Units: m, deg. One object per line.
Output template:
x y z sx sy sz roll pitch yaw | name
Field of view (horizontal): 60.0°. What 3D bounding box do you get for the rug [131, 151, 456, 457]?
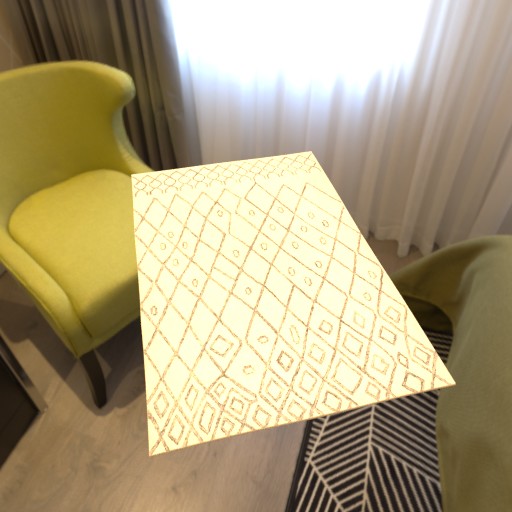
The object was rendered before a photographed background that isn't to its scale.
0.000 0.000 2.320 1.222 0.015 1.828 -9 45 -10 | rug
